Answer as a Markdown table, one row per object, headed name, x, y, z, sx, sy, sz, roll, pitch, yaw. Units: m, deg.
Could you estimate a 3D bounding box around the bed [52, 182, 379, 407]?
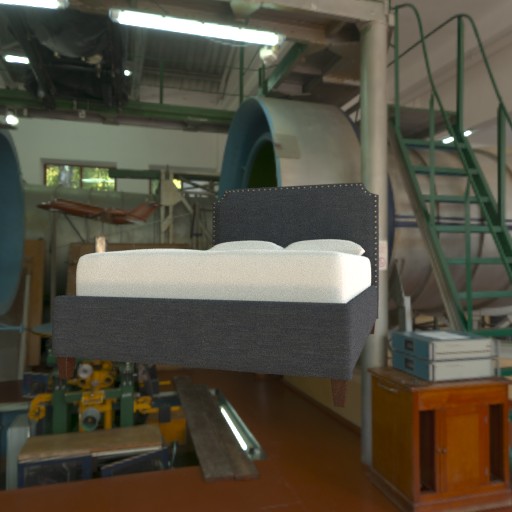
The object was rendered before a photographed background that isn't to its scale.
| name | x | y | z | sx | sy | sz | roll | pitch | yaw |
| --- | --- | --- | --- | --- | --- | --- | --- | --- | --- |
| bed | 0.000 | 0.000 | 3.400 | 1.713 | 1.443 | 2.372 | 0 | -1 | 18 |
